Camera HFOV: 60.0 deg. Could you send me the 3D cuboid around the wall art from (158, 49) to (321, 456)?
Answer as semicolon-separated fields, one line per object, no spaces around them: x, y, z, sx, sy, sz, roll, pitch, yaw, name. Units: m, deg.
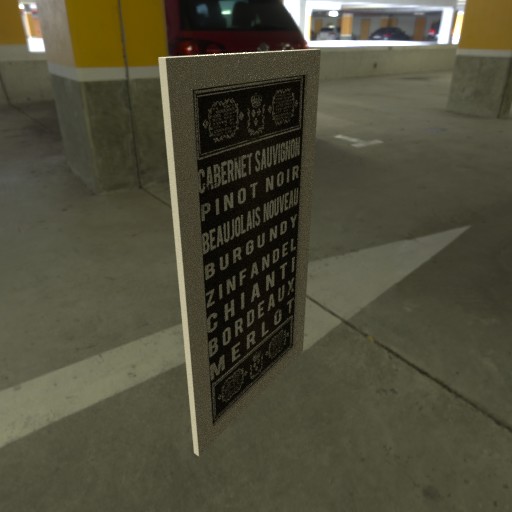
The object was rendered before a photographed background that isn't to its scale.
0.000;0.000;0.817;0.013;0.683;0.380;18;32;32;wall art
